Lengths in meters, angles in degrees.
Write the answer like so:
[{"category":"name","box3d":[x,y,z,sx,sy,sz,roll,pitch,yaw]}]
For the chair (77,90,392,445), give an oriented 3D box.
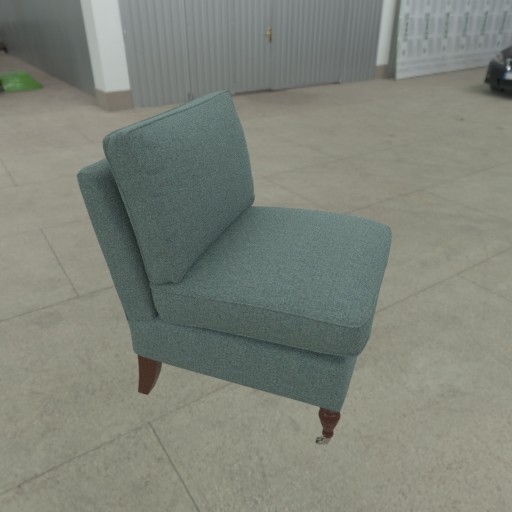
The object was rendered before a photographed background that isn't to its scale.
[{"category":"chair","box3d":[0.000,0.000,1.424,0.796,0.901,0.624,11,32,18]}]
